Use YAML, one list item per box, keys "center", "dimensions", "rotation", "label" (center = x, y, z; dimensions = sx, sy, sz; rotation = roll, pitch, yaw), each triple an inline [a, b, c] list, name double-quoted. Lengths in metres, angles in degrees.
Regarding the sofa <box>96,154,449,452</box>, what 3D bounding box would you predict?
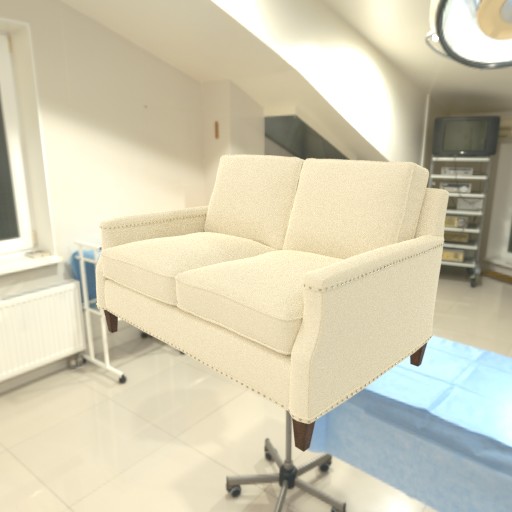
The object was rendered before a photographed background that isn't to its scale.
- center: [0.000, 0.000, 2.313]
  dimensions: [1.084, 1.003, 1.597]
  rotation: [-14, 20, -43]
  label: "sofa"
